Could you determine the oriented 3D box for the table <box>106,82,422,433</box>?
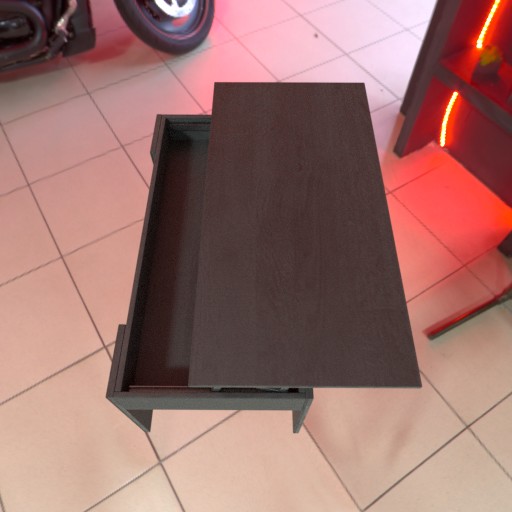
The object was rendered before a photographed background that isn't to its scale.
[{"bbox_3d":[0.000,0.000,1.443,0.711,0.570,1.000,0,58,0],"label":"table"}]
